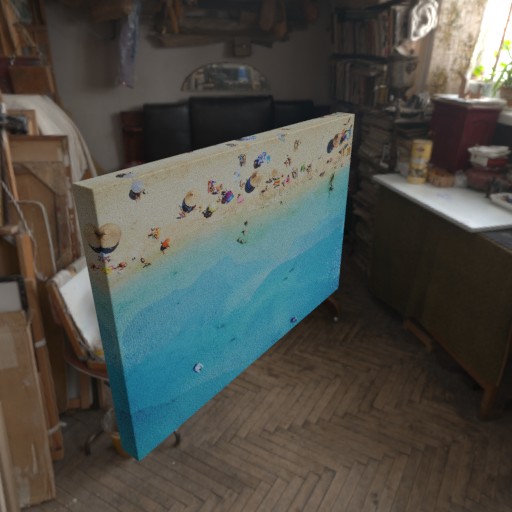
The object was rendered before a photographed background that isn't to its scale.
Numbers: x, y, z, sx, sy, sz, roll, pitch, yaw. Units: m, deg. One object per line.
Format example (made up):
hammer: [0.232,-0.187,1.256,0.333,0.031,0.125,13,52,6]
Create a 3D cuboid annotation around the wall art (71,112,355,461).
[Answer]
wall art: [0.000,0.000,0.772,0.039,0.406,0.609,19,32,33]
